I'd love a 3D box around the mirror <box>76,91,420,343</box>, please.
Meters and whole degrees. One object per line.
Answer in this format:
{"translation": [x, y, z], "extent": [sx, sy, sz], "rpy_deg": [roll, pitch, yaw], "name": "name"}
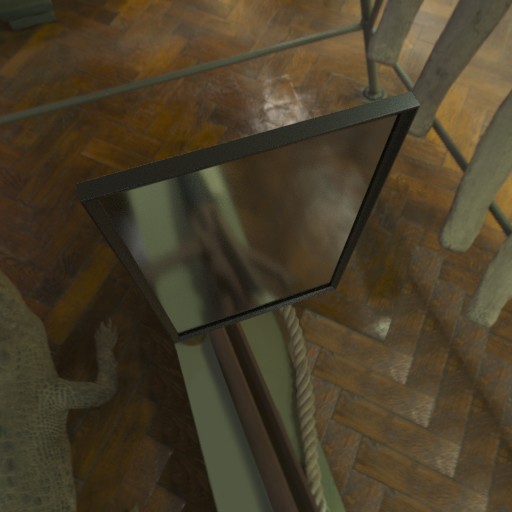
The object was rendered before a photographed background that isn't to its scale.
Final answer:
{"translation": [0.000, 0.000, 1.169], "extent": [0.609, 0.915, 0.041], "rpy_deg": [-18, 66, -8], "name": "mirror"}
